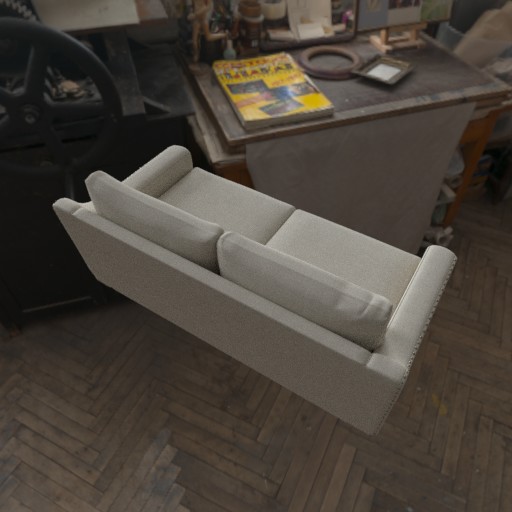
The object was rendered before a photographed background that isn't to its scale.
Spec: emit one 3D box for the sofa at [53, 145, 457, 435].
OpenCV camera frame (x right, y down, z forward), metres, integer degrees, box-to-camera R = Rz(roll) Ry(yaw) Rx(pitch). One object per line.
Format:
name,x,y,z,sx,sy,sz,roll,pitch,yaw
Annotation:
sofa,0.000,0.000,2.732,2.107,0.983,1.104,25,52,21
